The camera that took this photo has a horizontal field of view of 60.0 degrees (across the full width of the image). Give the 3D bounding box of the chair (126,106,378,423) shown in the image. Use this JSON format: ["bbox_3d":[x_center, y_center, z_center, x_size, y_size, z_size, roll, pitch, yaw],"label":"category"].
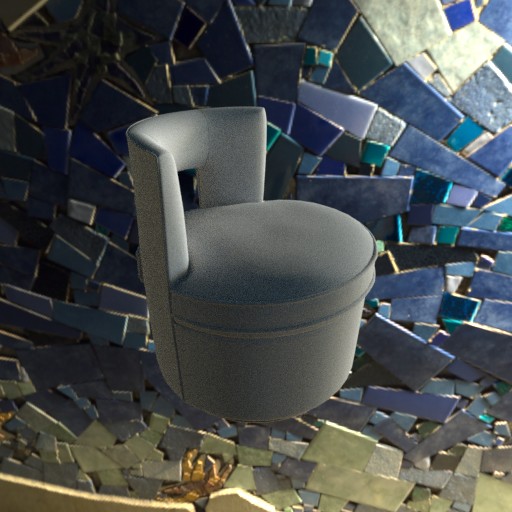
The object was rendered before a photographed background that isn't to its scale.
[{"bbox_3d":[0.000,0.000,1.258,0.665,0.723,0.650,10,29,19],"label":"chair"}]
